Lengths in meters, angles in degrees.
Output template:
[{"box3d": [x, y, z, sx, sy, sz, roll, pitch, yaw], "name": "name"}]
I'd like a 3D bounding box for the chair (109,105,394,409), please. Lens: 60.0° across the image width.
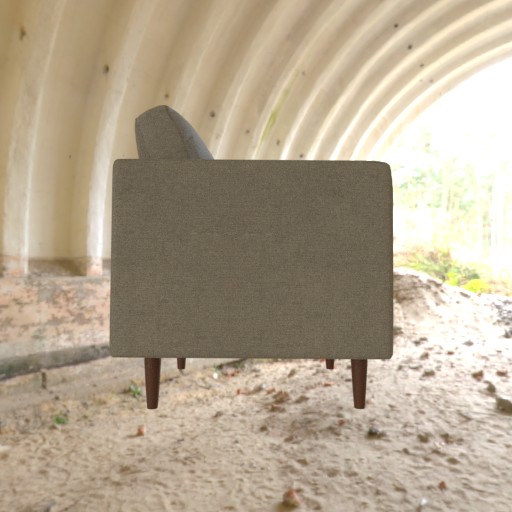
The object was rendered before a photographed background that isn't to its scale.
[{"box3d": [0.000, 0.000, 1.606, 0.800, 0.927, 0.855, 0, -2, 0], "name": "chair"}]
